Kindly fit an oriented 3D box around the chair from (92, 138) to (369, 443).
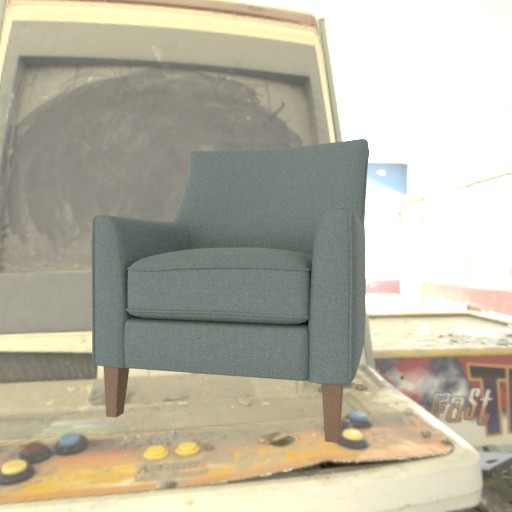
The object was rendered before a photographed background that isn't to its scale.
[{"bbox_3d":[0.000,0.000,1.558,0.756,0.916,0.879,0,0,16],"label":"chair"}]
